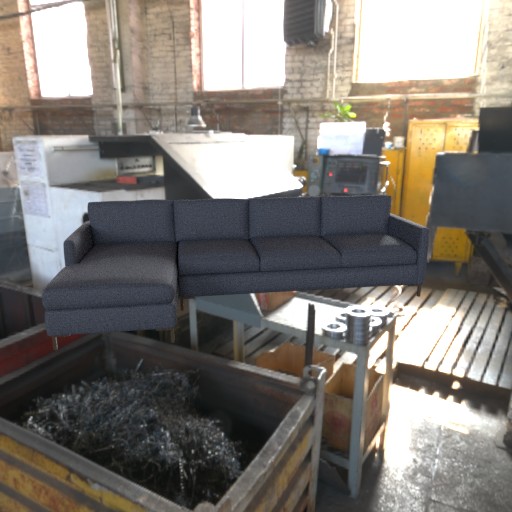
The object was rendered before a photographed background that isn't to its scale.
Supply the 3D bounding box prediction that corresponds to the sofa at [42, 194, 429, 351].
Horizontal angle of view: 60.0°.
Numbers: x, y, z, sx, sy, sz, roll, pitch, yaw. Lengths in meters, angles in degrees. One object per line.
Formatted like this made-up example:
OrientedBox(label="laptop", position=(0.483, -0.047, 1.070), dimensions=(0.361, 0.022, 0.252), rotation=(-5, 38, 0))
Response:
OrientedBox(label="sofa", position=(0.000, 0.000, 2.998), dimensions=(2.445, 0.673, 1.125), rotation=(-2, 16, -9))
